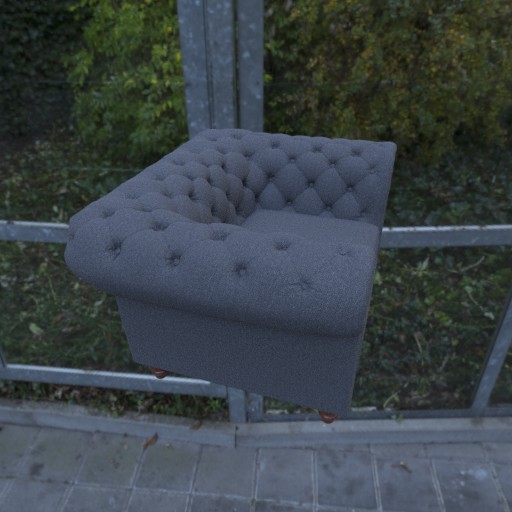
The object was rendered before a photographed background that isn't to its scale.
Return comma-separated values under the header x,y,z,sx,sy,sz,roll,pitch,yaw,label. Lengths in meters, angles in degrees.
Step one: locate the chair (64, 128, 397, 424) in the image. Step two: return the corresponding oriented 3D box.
x,y,z,sx,sy,sz,roll,pitch,yaw,label
0.000,0.000,1.863,0.976,0.770,1.270,10,33,16,chair
